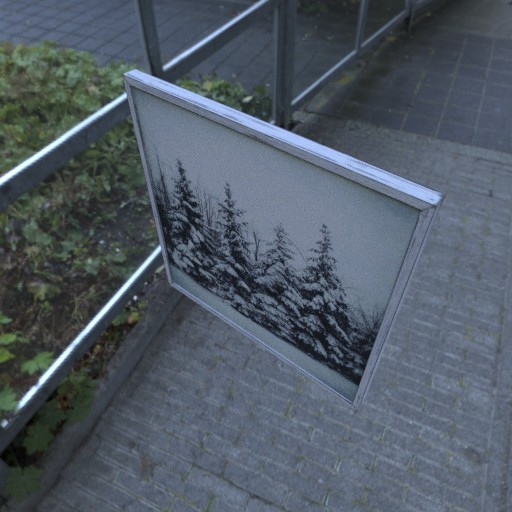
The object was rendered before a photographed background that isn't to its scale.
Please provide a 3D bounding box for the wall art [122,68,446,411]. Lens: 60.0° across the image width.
[{"bbox_3d":[0.000,0.000,1.153,0.761,0.761,0.037,30,53,25],"label":"wall art"}]
